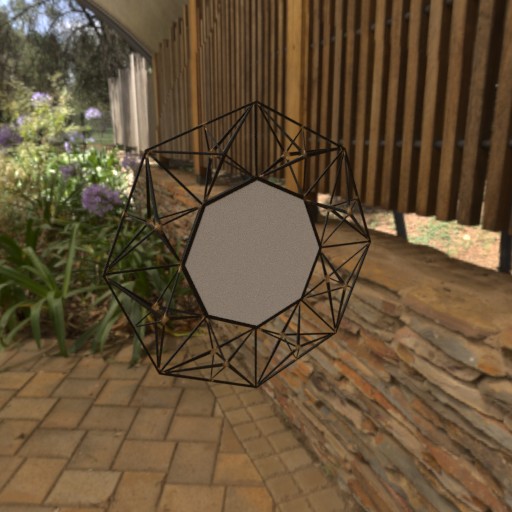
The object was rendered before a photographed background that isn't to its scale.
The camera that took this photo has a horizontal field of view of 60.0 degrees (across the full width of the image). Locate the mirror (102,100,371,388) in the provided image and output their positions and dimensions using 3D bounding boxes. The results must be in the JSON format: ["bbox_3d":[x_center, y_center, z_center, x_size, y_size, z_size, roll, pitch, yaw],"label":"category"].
[{"bbox_3d":[0.000,0.000,1.067,0.710,0.710,0.094,-7,16,-26],"label":"mirror"}]
